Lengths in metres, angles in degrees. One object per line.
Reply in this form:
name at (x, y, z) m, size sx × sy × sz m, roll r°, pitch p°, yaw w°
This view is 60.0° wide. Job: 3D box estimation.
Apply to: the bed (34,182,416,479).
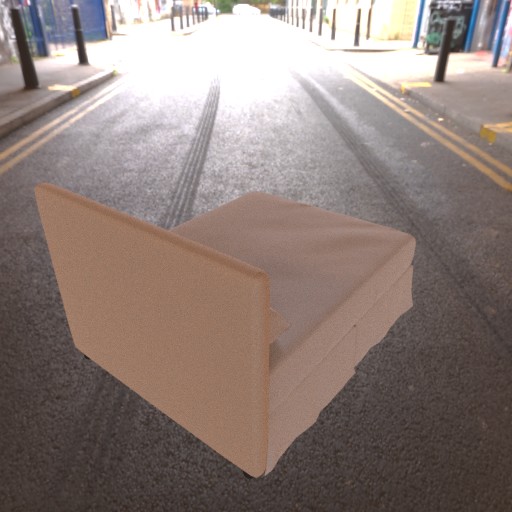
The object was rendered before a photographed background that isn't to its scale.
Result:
bed at (0.000, 0.000, 3.183) m, size 1.748 × 1.330 × 2.142 m, roll 21°, pitch 36°, yaw 32°
